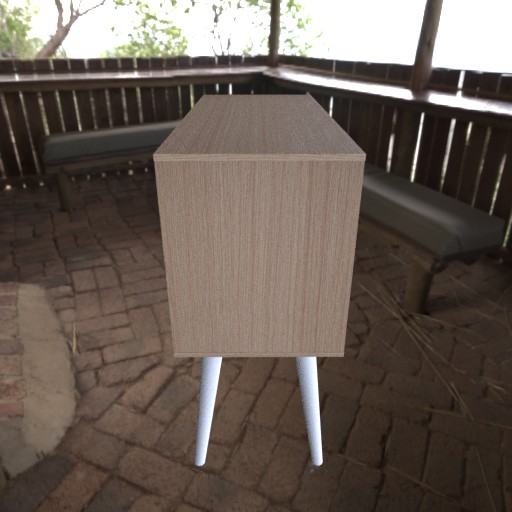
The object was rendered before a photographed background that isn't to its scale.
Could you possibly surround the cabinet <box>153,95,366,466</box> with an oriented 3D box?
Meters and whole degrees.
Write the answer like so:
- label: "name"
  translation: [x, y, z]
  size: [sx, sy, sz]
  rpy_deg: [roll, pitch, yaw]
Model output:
- label: "cabinet"
  translation: [0.000, 0.000, 1.652]
  size: [0.470, 1.016, 1.057]
  rpy_deg: [0, 26, 0]
